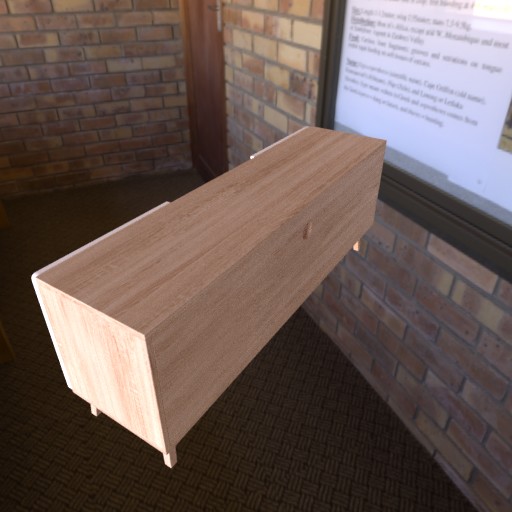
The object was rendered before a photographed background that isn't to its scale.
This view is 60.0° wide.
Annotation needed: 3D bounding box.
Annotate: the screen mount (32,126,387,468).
[{"bbox_3d":[0.000,0.000,1.711,0.420,0.570,1.500,20,38,27],"label":"screen mount"}]
